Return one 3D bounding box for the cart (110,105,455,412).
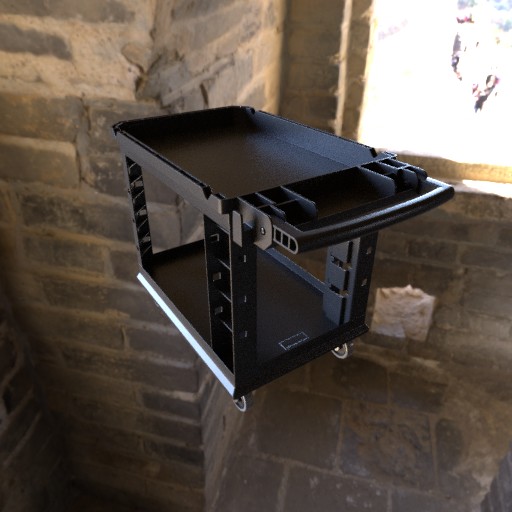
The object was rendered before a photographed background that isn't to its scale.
[{"bbox_3d":[0.000,0.000,1.769,0.674,0.884,1.239,-19,35,-29],"label":"cart"}]
